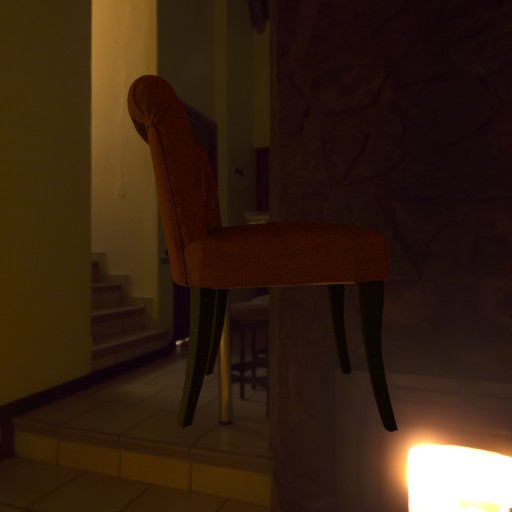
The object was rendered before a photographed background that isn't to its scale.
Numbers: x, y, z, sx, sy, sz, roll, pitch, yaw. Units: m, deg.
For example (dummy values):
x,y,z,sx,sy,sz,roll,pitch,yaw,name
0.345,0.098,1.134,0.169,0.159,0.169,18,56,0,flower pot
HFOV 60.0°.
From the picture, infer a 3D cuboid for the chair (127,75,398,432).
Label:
x,y,z,sx,sy,sz,roll,pitch,yaw,name
0.000,0.000,1.181,0.605,0.750,0.582,0,0,0,chair
